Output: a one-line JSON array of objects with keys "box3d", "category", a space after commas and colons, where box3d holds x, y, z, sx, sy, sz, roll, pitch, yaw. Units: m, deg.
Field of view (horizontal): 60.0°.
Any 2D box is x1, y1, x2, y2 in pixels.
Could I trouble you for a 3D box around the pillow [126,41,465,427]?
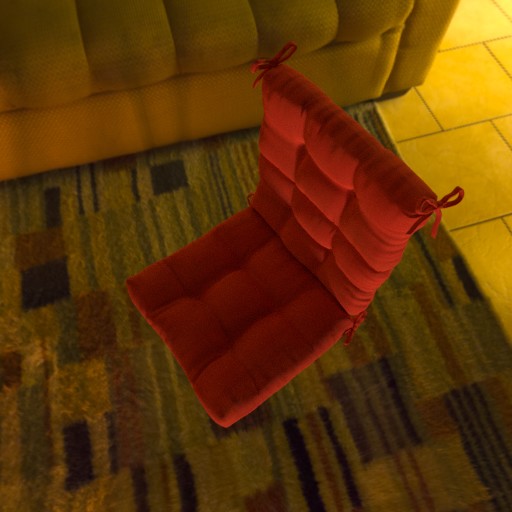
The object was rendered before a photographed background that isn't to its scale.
[{"box3d": [0.000, 0.000, 1.027, 0.571, 0.605, 0.519, -34, 68, -16], "category": "pillow"}]
